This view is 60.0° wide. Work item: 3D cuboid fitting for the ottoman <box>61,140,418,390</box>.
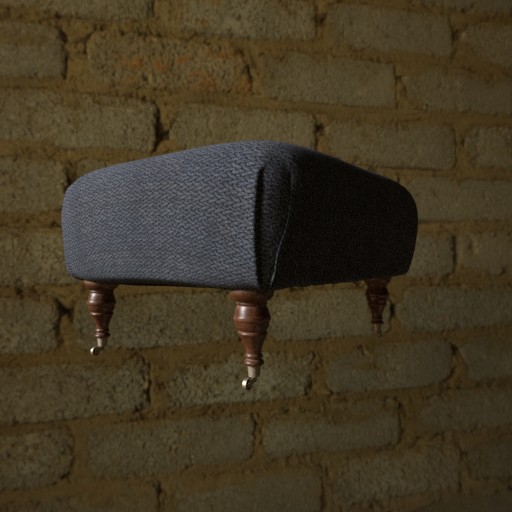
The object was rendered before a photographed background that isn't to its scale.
[{"bbox_3d":[0.000,0.000,1.115,0.622,0.450,0.747,0,0,36],"label":"ottoman"}]
